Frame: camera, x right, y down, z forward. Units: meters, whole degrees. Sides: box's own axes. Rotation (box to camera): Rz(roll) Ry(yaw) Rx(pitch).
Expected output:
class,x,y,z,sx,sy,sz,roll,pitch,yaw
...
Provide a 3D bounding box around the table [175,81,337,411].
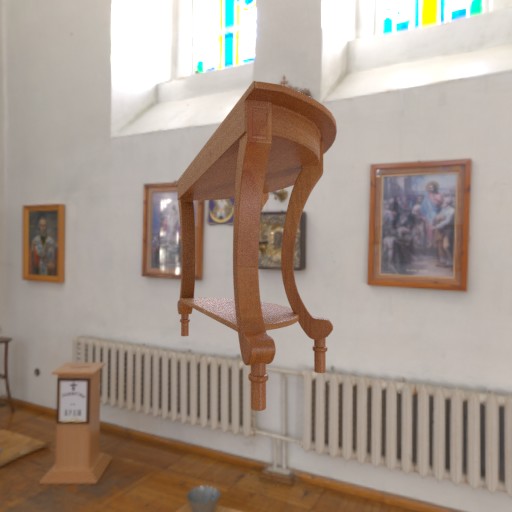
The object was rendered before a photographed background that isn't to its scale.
class,x,y,z,sx,sy,sz,roll,pitch,yaw
table,0.000,0.000,1.528,0.394,0.692,1.198,0,-1,-18
